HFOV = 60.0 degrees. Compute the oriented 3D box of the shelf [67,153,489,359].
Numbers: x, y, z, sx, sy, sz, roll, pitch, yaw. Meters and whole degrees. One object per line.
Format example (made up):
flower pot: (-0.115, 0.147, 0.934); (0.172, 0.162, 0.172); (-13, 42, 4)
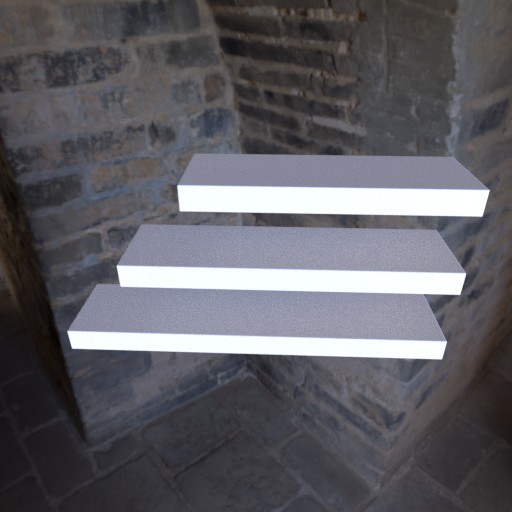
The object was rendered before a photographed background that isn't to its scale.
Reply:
shelf: (0.000, 0.000, 0.716); (0.610, 0.293, 0.140); (1, 30, 2)
